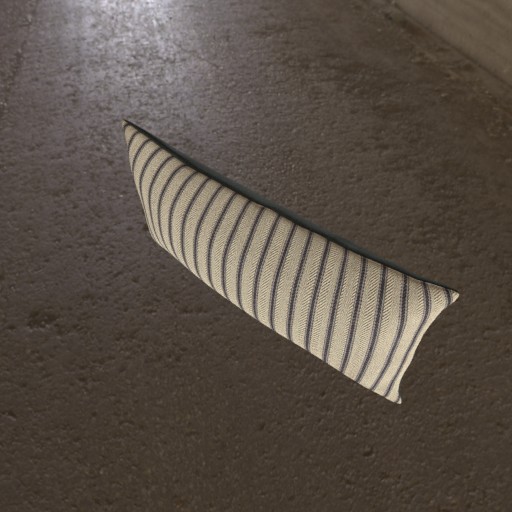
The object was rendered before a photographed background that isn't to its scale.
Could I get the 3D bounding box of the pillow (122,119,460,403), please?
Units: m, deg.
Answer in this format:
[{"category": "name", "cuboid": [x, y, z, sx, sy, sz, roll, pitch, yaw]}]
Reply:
[{"category": "pillow", "cuboid": [0.000, 0.000, 0.745, 0.609, 0.305, 0.151, 32, 55, 26]}]
